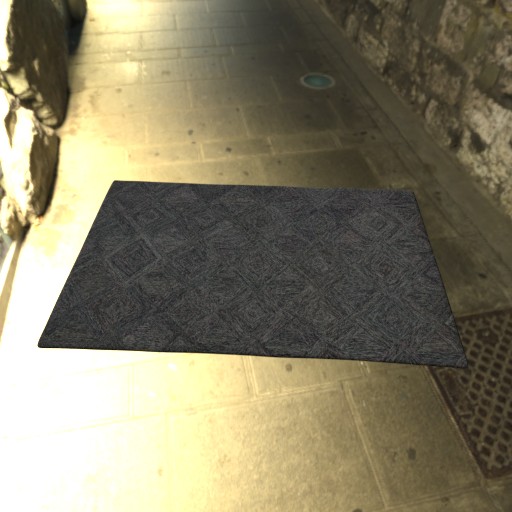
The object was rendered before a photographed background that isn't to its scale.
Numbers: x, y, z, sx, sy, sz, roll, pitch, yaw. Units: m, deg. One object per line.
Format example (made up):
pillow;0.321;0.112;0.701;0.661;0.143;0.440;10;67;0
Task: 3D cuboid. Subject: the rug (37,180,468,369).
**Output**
rug;0.000;0.000;2.181;1.752;0.013;1.158;2;46;2
